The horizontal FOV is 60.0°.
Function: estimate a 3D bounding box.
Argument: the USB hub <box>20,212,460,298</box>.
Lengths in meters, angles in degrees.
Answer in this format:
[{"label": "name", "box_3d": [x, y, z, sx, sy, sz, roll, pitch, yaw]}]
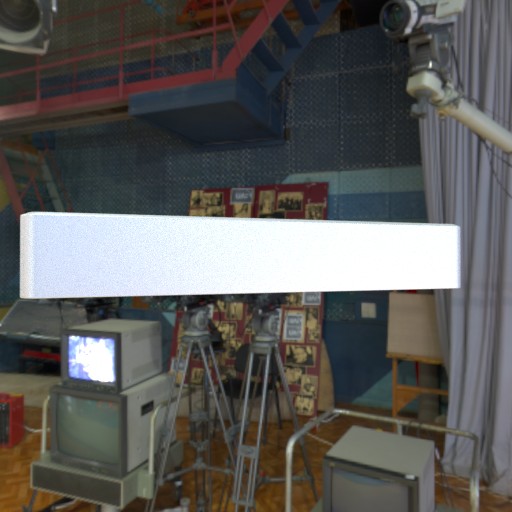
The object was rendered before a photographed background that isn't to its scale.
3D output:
[{"label": "USB hub", "box_3d": [0.000, 0.000, 0.158, 0.145, 0.023, 0.044, 0, 0, -18]}]
